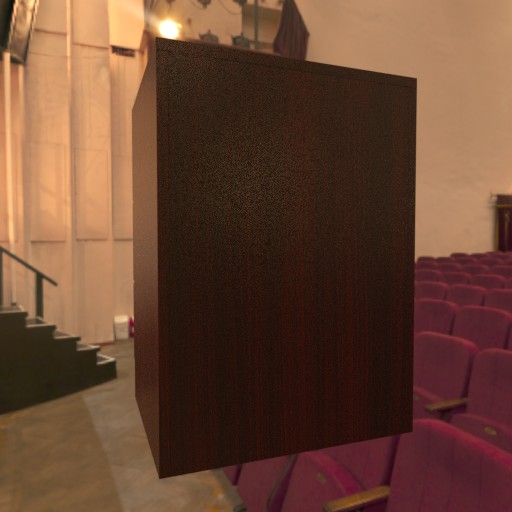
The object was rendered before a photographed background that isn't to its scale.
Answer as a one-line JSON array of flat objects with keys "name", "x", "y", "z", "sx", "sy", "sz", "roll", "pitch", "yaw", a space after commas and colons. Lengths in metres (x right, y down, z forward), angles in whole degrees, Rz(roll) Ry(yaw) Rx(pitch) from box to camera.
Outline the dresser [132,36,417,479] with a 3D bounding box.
[{"name": "dresser", "x": 0.000, "y": 0.000, "z": 0.797, "sx": 0.400, "sy": 0.560, "sz": 0.360, "roll": -1, "pitch": 2, "yaw": -21}]
